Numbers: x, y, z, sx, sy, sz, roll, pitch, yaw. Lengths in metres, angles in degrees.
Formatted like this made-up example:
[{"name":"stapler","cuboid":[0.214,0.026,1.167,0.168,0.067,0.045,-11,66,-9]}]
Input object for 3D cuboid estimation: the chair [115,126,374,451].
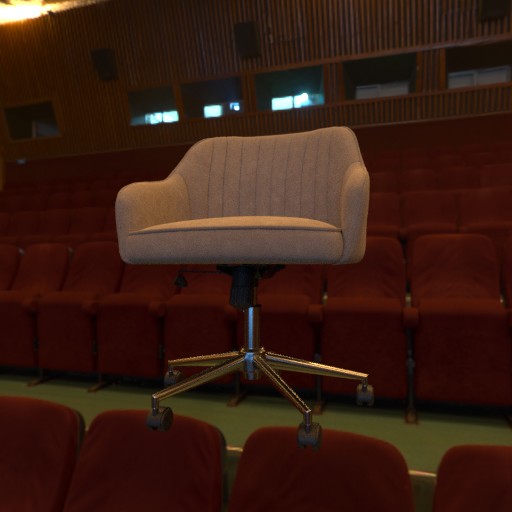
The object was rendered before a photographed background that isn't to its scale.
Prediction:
[{"name":"chair","cuboid":[0.000,0.000,1.250,0.635,0.831,0.573,0,-1,17]}]
